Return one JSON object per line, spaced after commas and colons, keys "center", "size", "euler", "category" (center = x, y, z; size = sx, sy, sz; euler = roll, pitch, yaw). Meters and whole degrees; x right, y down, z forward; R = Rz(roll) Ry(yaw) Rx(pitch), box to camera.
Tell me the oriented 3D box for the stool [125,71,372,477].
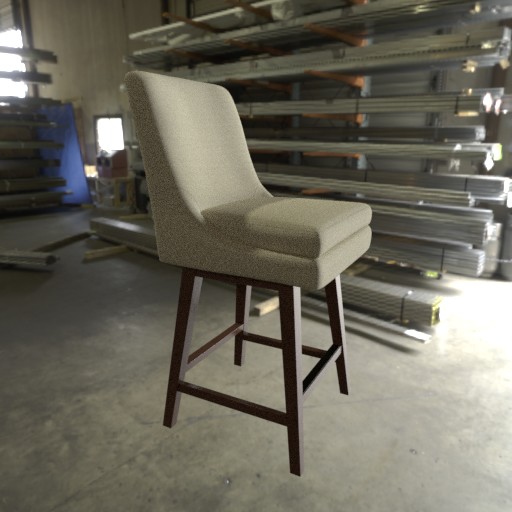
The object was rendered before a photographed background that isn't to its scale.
{"center": [0.000, 0.000, 1.286], "size": [0.559, 0.991, 0.483], "euler": [8, 17, 27], "category": "stool"}
